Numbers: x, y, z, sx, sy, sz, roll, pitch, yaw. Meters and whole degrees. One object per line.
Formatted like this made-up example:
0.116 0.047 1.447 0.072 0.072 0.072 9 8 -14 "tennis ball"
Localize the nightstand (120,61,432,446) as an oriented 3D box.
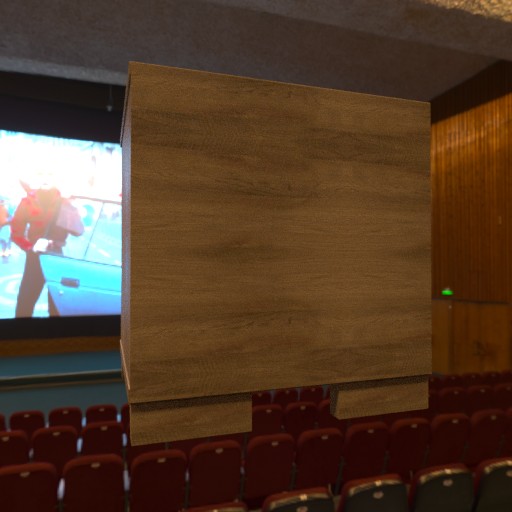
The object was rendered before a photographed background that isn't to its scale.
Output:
0.000 0.000 0.743 0.427 0.448 0.347 0 -1 -19 "nightstand"
